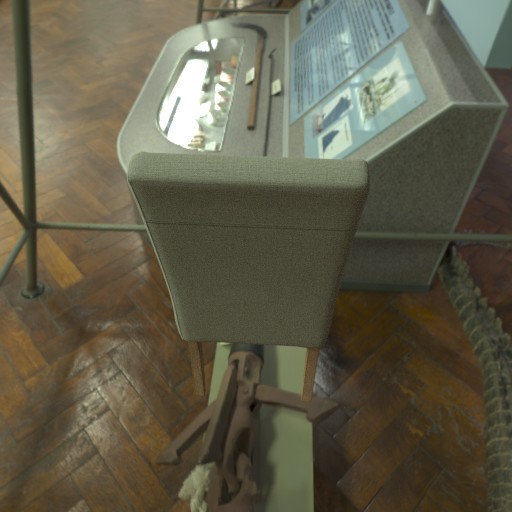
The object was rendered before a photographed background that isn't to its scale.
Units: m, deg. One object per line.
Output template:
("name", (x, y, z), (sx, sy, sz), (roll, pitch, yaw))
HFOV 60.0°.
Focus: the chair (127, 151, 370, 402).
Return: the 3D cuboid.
("chair", (0.000, 0.000, 1.337), (0.450, 1.033, 0.611), (2, 46, 2))
